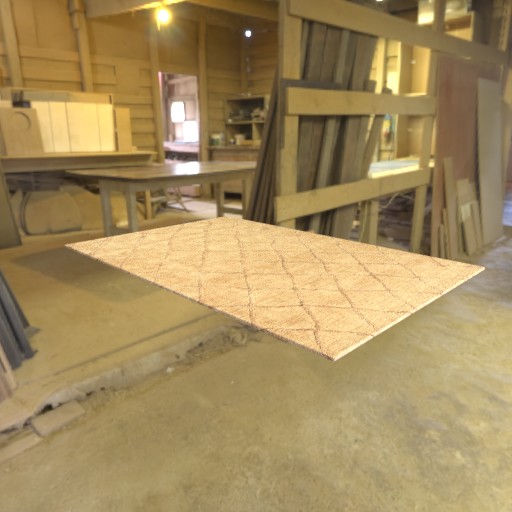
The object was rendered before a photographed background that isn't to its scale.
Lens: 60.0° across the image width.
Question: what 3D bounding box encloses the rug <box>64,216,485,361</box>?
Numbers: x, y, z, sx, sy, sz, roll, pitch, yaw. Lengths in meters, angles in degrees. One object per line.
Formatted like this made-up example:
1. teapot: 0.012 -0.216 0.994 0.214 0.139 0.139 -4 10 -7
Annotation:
1. rug: 0.000 0.000 2.867 2.292 0.014 1.528 15 22 43
